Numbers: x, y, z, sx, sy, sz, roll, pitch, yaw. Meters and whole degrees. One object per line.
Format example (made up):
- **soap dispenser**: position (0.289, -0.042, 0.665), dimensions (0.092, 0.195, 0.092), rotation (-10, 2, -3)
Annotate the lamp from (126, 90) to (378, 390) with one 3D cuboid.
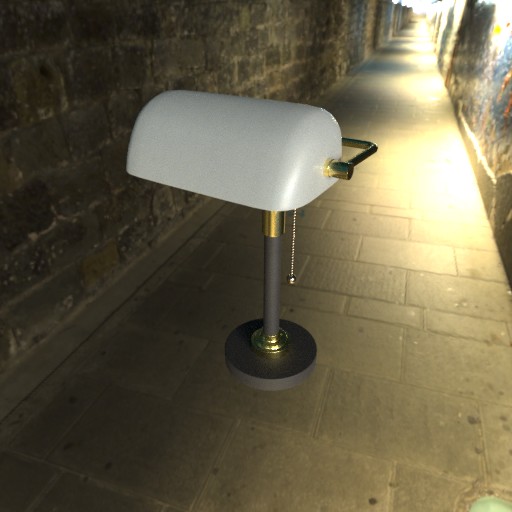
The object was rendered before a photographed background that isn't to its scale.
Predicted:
- **lamp**: position (0.000, 0.000, 0.571), dimensions (0.269, 0.404, 0.227), rotation (18, 34, 29)
